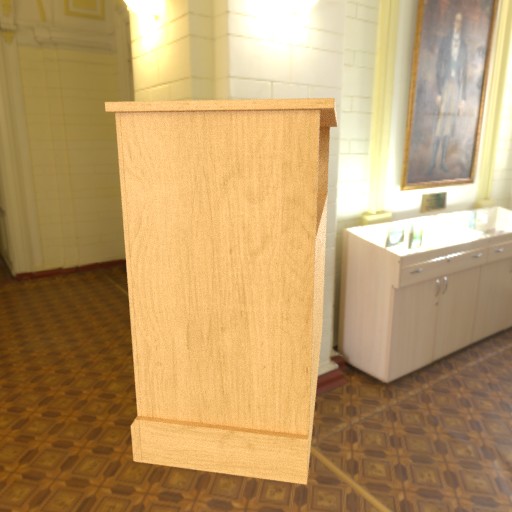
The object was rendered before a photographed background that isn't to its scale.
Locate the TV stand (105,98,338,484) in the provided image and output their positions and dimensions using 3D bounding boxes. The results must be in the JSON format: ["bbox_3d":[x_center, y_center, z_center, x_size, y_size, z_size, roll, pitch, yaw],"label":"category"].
[{"bbox_3d":[0.000,0.000,1.296,0.430,0.787,0.851,3,14,10],"label":"TV stand"}]
